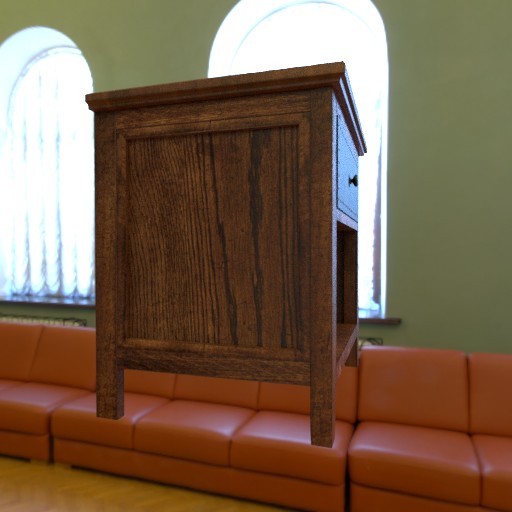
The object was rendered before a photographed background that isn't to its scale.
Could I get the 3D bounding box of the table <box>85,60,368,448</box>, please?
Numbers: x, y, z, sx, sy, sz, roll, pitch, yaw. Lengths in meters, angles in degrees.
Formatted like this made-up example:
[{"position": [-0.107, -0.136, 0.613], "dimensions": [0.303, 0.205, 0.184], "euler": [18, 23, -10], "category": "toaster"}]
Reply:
[{"position": [0.000, 0.000, 1.011], "dimensions": [0.461, 0.597, 0.586], "euler": [0, 1, 17], "category": "table"}]
